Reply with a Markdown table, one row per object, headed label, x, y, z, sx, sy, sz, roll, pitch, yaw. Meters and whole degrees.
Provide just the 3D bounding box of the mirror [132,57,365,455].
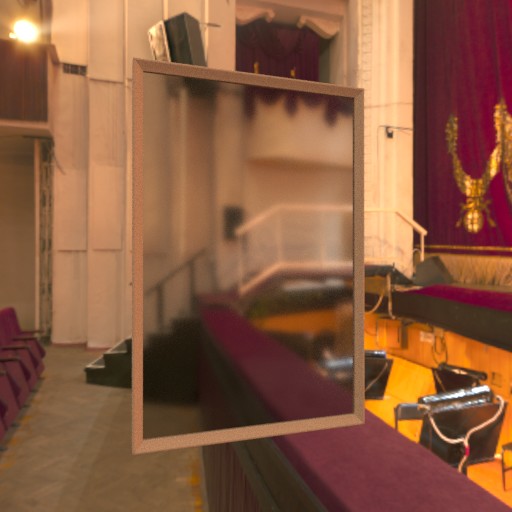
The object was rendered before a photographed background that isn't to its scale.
| label | x | y | z | sx | sy | sz | roll | pitch | yaw |
| --- | --- | --- | --- | --- | --- | --- | --- | --- | --- |
| mirror | 0.000 | 0.000 | 1.132 | 0.609 | 0.915 | 0.041 | 0 | 0 | -18 |
